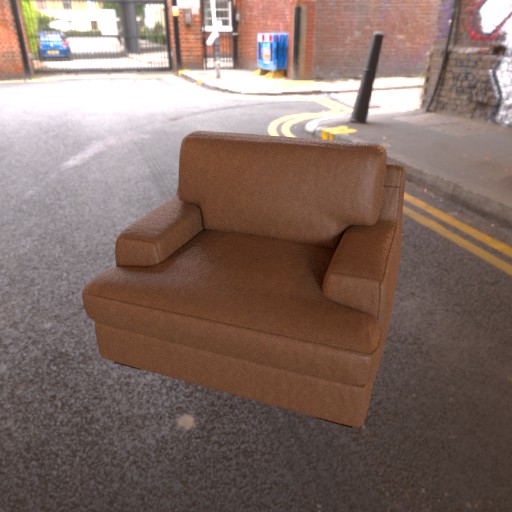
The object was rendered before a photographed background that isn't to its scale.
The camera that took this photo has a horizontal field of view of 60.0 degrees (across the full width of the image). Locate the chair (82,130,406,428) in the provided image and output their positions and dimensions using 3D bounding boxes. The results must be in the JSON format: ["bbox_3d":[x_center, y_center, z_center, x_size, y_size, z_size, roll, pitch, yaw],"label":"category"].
[{"bbox_3d":[0.000,0.000,2.077,1.276,0.978,1.050,9,28,18],"label":"chair"}]
